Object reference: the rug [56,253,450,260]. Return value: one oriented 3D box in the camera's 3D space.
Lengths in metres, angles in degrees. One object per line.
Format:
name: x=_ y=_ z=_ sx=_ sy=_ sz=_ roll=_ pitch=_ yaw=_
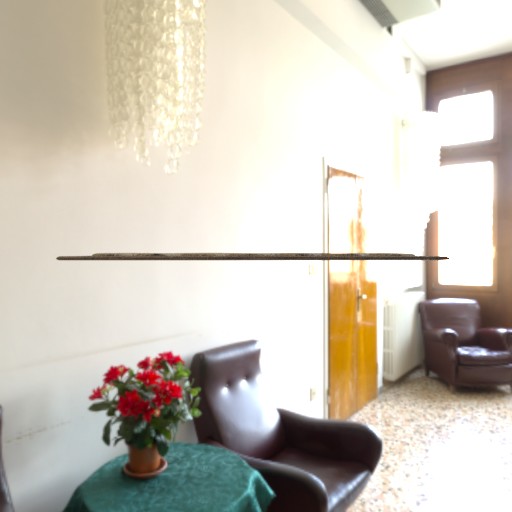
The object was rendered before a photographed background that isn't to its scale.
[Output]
rug: x=0.000 y=0.000 z=2.853 sx=1.513 sy=0.033 sz=2.333 roll=0 pitch=0 yaw=0
